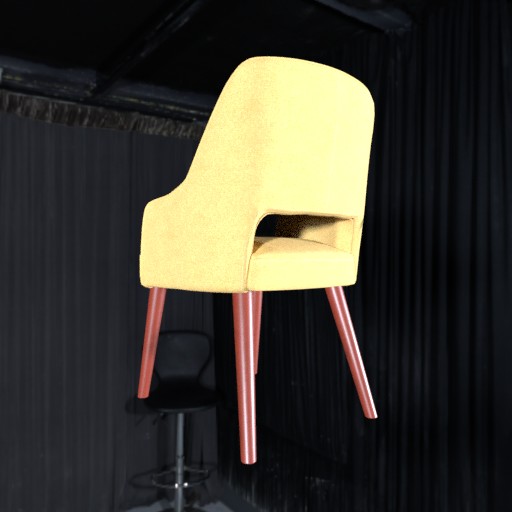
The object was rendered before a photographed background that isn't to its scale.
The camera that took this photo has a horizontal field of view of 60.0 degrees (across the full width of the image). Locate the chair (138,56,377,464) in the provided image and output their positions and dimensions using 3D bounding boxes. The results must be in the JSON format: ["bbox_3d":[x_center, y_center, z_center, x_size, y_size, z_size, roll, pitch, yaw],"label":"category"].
[{"bbox_3d":[0.000,0.000,1.232,0.548,0.849,0.605,0,1,-38],"label":"chair"}]
